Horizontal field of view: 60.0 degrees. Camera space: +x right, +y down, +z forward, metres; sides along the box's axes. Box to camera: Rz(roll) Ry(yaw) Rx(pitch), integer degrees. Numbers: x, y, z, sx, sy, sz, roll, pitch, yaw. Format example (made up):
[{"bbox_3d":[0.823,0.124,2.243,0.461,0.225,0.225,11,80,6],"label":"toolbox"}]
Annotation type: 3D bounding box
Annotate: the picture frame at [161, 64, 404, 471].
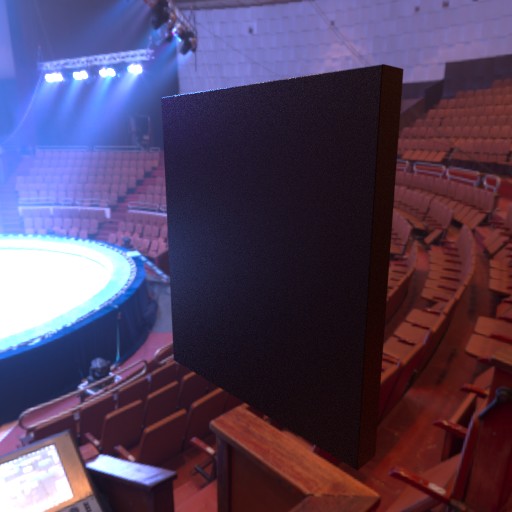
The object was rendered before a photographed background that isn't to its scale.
[{"bbox_3d":[0.000,0.000,0.524,0.034,0.378,0.328,-13,18,-42],"label":"picture frame"}]
